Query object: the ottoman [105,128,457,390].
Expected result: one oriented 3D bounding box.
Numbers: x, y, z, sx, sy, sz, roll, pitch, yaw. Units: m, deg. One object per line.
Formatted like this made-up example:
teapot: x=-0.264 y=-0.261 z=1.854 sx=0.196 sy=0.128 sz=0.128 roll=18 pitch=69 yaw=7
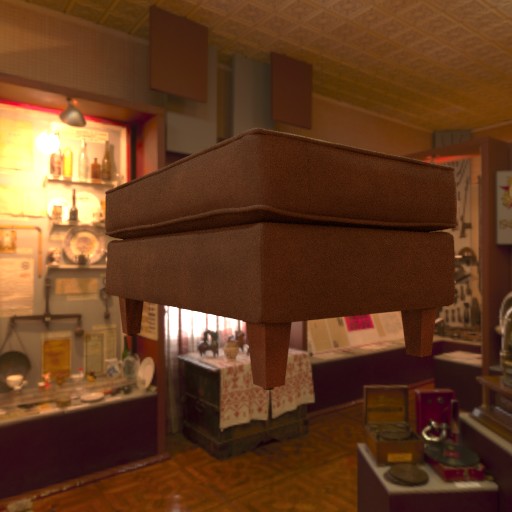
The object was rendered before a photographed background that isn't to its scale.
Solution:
ottoman: x=0.000 y=0.000 z=1.201 sx=0.596 sy=0.481 sz=0.860 roll=1 pitch=-1 yaw=-35
